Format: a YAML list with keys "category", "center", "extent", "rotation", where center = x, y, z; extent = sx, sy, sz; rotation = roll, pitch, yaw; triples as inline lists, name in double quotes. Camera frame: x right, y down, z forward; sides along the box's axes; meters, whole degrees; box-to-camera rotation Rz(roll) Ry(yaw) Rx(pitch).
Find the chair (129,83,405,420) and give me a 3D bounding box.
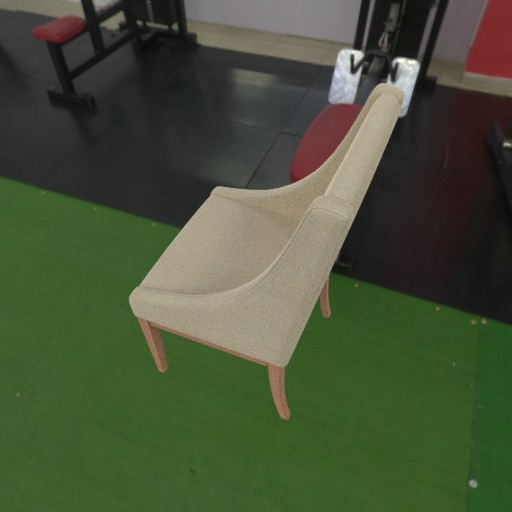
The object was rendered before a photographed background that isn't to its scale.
- category: "chair"
  center: [0.000, 0.000, 1.417]
  extent: [0.611, 1.021, 0.575]
  rotation: [18, 50, 16]
